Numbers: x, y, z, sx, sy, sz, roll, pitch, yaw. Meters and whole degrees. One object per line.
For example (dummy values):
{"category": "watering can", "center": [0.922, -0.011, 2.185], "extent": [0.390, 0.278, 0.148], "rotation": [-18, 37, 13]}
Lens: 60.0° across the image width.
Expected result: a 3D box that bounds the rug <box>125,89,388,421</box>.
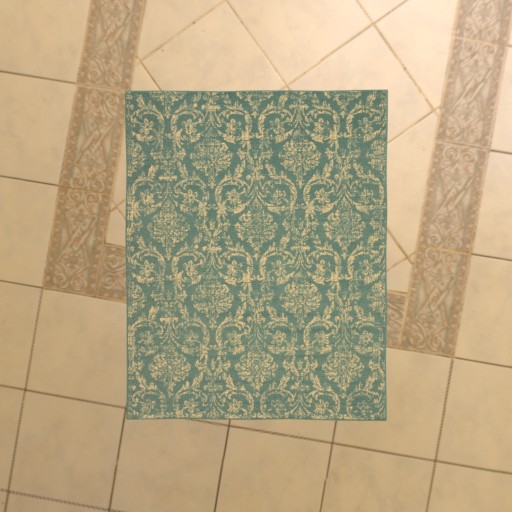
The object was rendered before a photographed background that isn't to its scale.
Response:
{"category": "rug", "center": [0.000, 0.000, 3.999], "extent": [2.363, 0.012, 2.980], "rotation": [0, 91, 1]}
